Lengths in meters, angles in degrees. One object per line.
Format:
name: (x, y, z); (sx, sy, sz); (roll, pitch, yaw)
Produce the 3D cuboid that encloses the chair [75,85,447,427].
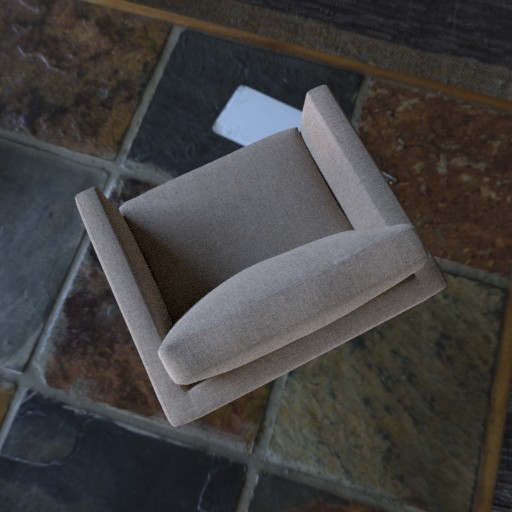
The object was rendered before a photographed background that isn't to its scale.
chair: (0.000, 0.000, 1.889); (1.107, 0.987, 0.959); (-26, 78, -6)
